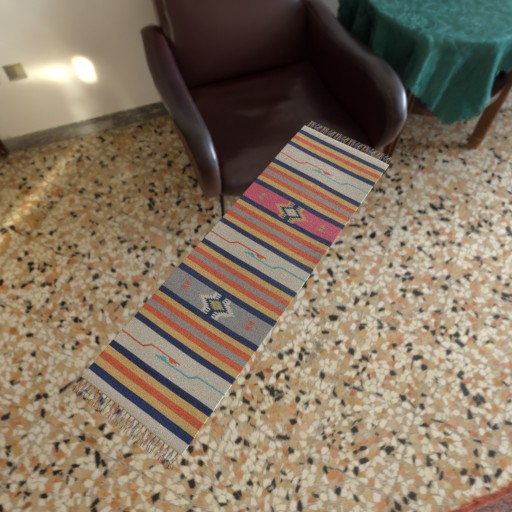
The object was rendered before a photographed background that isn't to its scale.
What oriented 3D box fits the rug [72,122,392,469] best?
[{"bbox_3d":[0.000,0.000,2.751,0.695,0.017,2.455,31,64,17],"label":"rug"}]
